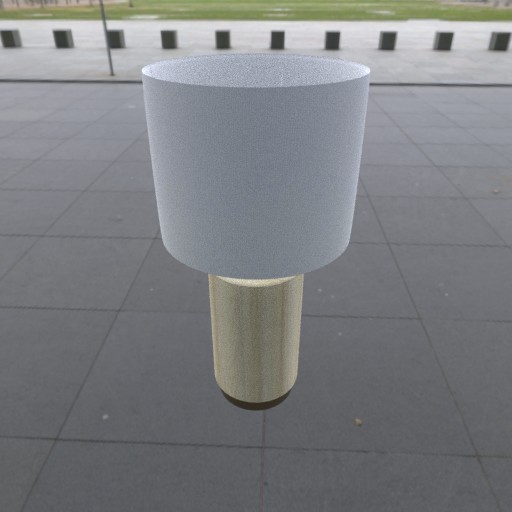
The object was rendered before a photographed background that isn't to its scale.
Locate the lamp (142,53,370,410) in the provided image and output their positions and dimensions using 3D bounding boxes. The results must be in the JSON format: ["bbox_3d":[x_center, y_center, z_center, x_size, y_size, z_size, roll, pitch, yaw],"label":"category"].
[{"bbox_3d":[0.000,0.000,0.561,0.228,0.444,0.228,9,32,15],"label":"lamp"}]
